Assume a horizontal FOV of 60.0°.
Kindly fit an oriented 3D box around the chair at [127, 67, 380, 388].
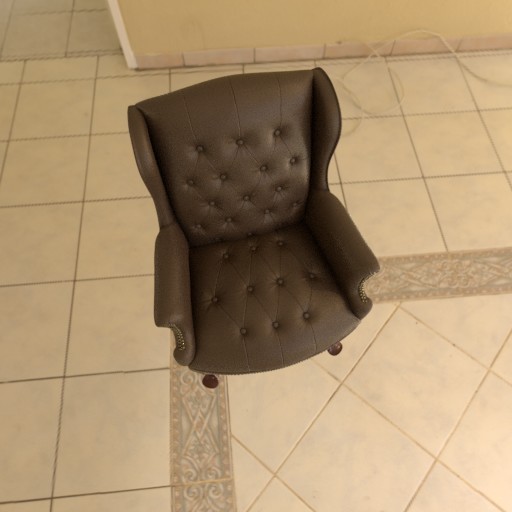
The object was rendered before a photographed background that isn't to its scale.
[{"bbox_3d":[0.000,0.000,1.745,0.829,1.132,0.819,-13,64,-7],"label":"chair"}]
